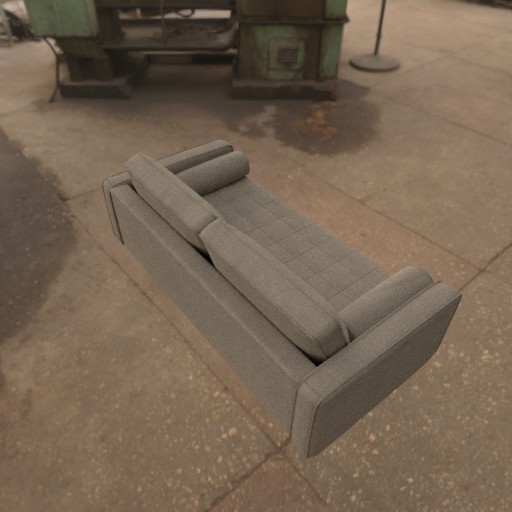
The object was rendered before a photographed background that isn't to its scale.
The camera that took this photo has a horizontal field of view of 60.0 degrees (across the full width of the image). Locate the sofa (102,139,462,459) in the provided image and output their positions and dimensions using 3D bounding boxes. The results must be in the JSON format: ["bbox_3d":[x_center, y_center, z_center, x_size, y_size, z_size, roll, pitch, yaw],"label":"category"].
[{"bbox_3d":[0.000,0.000,2.411,0.914,0.762,1.879,-27,48,-27],"label":"sofa"}]
